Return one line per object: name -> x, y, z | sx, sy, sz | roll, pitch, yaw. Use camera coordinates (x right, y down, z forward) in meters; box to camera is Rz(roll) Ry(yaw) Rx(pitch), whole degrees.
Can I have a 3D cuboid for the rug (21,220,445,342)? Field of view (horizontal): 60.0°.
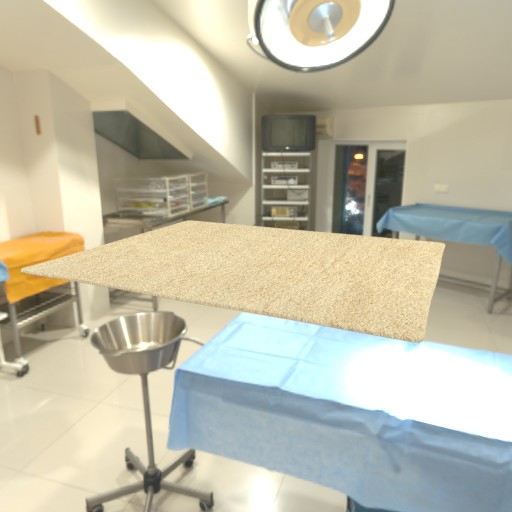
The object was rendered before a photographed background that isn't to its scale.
rug -> 0.000, 0.000, 3.922 | 3.001, 0.025, 2.401 | 7, 16, 24
